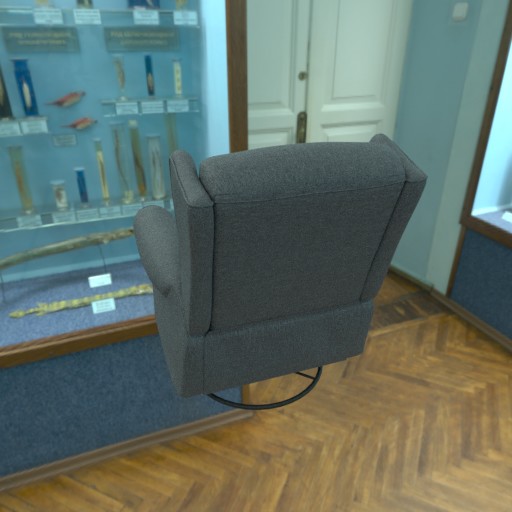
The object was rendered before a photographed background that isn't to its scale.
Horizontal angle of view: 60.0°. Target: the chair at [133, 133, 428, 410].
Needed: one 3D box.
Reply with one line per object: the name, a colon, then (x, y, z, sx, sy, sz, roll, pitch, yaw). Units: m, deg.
chair: (0.000, 0.000, 1.697, 0.847, 1.011, 0.969, -9, 28, -17)
